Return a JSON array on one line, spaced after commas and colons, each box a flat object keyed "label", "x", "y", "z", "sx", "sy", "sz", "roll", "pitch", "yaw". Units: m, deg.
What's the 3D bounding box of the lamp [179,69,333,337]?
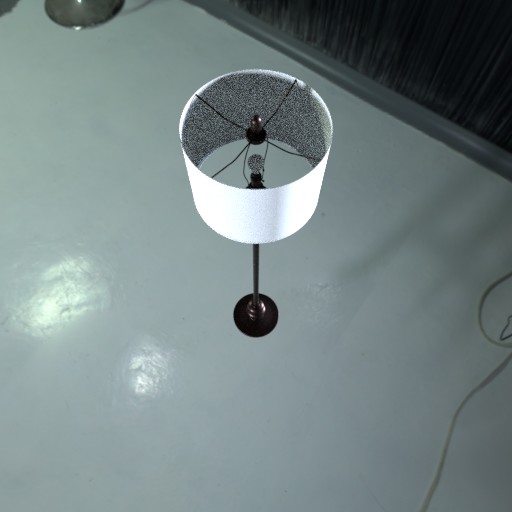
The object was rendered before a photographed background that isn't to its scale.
[{"label": "lamp", "x": 0.000, "y": 0.000, "z": 1.675, "sx": 0.356, "sy": 1.487, "sz": 0.356, "roll": 31, "pitch": 69, "yaw": 14}]
